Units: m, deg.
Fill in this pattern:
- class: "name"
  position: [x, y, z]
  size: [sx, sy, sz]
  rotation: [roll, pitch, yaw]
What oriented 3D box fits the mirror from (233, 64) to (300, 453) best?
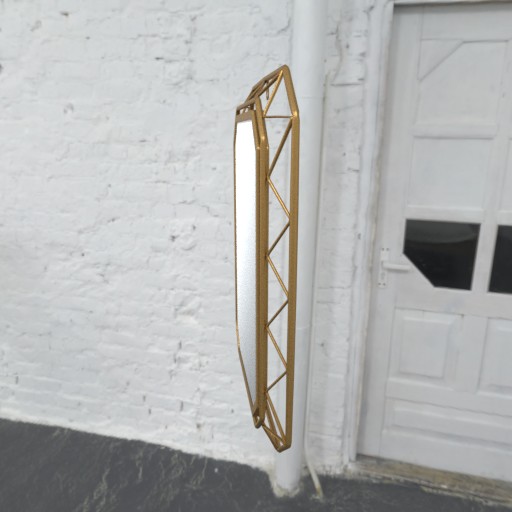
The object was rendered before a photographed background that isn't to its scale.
- class: "mirror"
  position: [0.000, 0.000, 0.745]
  size: [0.042, 0.566, 0.417]
  rotation: [-2, 16, -8]
